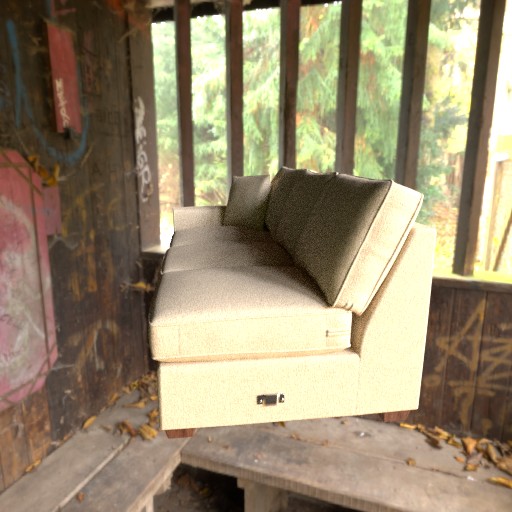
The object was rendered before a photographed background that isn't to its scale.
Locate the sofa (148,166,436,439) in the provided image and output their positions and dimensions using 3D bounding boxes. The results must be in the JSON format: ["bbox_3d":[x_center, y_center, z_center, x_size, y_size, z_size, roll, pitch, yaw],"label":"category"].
[{"bbox_3d":[0.000,0.000,2.483,1.034,0.946,1.962,-2,13,-8],"label":"sofa"}]
